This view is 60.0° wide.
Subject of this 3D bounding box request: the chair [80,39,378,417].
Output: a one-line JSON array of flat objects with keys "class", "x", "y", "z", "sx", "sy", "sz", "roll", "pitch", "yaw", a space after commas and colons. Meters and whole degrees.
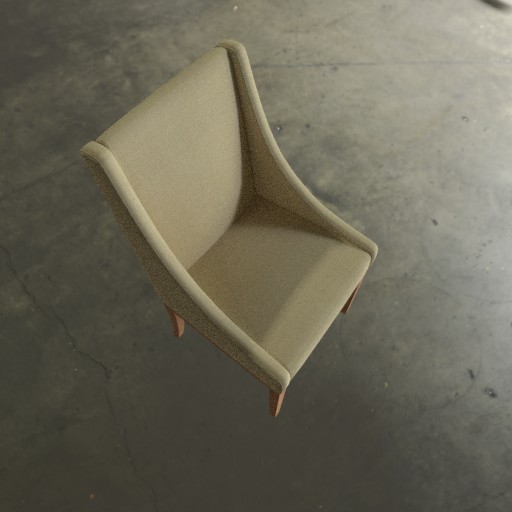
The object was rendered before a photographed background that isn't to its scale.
[{"class": "chair", "x": 0.000, "y": 0.000, "z": 1.424, "sx": 0.611, "sy": 1.021, "sz": 0.575, "roll": 32, "pitch": 63, "yaw": 18}]
